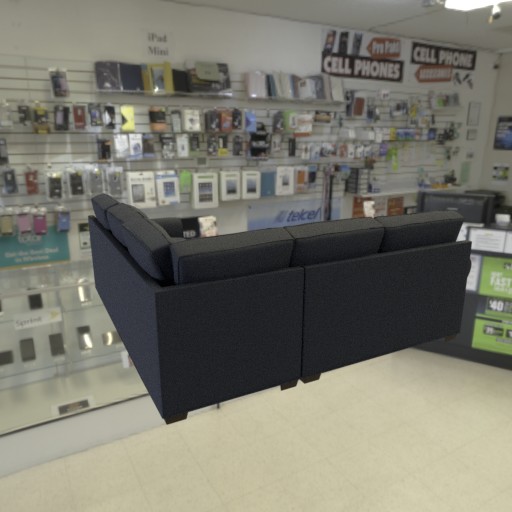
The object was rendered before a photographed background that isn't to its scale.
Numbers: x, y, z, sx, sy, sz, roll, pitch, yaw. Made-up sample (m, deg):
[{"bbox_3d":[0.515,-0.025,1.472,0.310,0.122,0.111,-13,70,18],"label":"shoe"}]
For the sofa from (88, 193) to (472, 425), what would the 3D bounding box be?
[{"bbox_3d":[0.000,0.000,3.948,2.487,1.042,2.562,-8,17,-26],"label":"sofa"}]
